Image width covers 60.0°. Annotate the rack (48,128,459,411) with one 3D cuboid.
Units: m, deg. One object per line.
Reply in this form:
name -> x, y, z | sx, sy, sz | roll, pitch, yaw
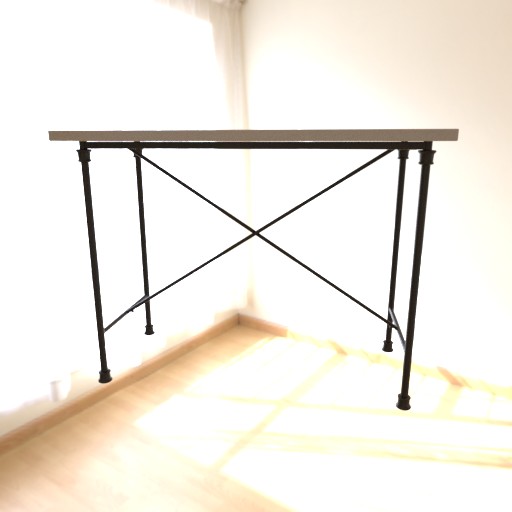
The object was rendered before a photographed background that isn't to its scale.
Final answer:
rack -> 0.000, 0.000, 1.632 | 1.159, 0.880, 0.613 | 2, 15, 9
